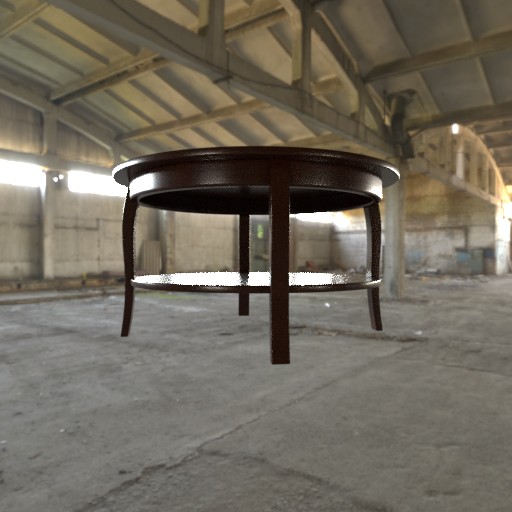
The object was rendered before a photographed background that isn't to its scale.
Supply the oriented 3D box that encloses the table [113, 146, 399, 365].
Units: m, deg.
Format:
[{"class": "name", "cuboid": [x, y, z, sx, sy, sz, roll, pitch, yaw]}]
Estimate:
[{"class": "table", "cuboid": [0.000, 0.000, 1.480, 0.911, 0.512, 0.911, 0, 0, 0]}]
